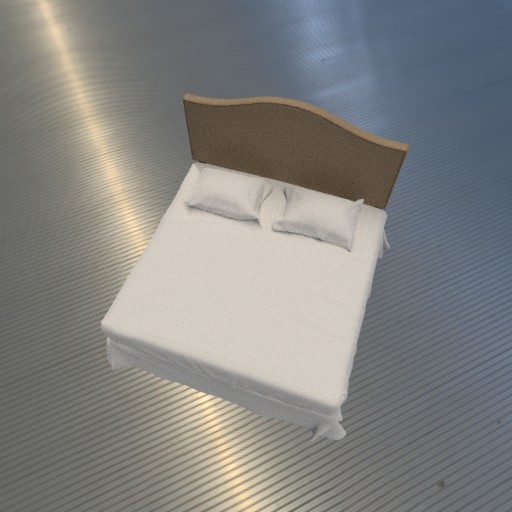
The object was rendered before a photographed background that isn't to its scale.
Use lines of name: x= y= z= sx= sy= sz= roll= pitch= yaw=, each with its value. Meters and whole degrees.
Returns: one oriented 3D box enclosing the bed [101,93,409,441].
bed: x=0.000 y=0.000 z=3.750 sx=2.311 sy=1.651 sz=2.222 roll=16 pitch=59 yaw=10
